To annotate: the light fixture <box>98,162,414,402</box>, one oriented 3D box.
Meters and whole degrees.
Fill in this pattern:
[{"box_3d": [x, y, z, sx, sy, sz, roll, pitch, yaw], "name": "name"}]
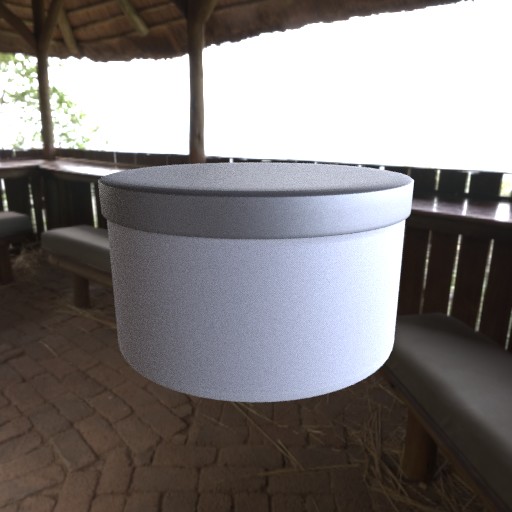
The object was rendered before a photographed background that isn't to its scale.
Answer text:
[{"box_3d": [0.000, 0.000, 0.614, 0.393, 0.229, 0.393, 0, 16, 0], "name": "light fixture"}]
